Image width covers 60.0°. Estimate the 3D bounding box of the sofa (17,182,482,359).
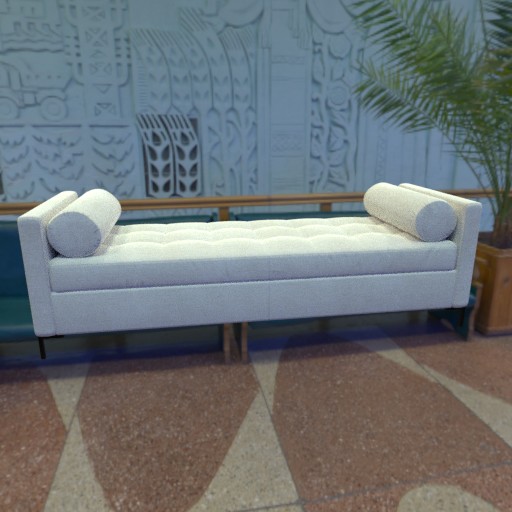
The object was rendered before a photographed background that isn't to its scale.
[{"bbox_3d":[0.000,0.000,2.259,1.981,0.635,0.686,-3,17,-9],"label":"sofa"}]
